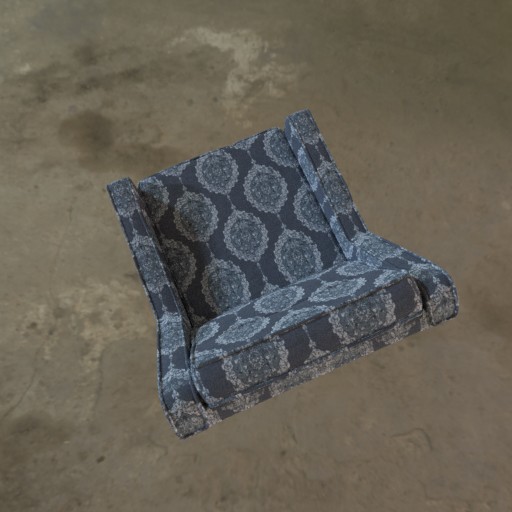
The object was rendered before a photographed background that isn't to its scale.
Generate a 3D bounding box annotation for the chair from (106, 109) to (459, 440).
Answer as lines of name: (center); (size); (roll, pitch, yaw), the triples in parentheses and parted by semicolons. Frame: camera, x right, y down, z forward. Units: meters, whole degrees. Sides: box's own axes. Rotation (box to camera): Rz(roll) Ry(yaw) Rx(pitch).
chair: (0.000, 0.000, 1.312); (0.663, 0.792, 0.743); (-22, 76, -6)
